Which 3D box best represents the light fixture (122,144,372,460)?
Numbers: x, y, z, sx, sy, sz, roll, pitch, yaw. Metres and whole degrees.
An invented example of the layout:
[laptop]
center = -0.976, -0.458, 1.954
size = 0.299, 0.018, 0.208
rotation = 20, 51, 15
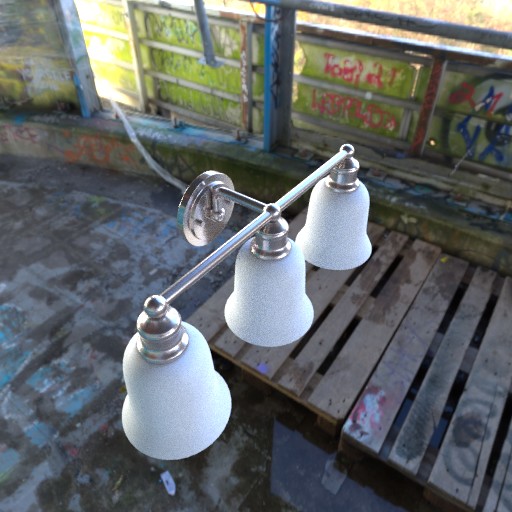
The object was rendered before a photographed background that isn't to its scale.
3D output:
[light fixture]
center = 0.000, 0.000, 0.667
size = 0.198, 0.211, 0.570
rotation = 26, 47, 27
